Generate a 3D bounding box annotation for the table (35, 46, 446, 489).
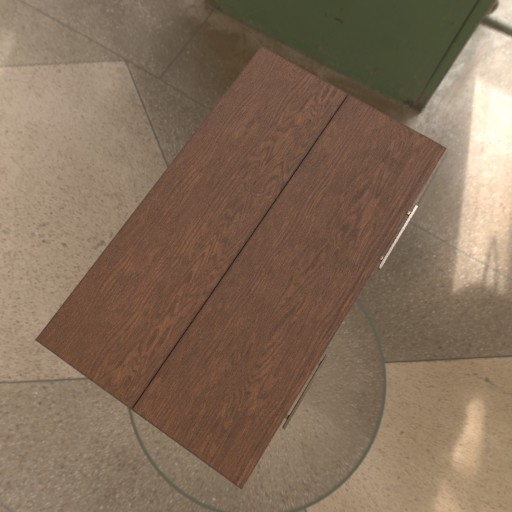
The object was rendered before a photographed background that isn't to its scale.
[{"bbox_3d":[0.000,0.000,1.492,0.719,0.361,1.167,32,77,8],"label":"table"}]
